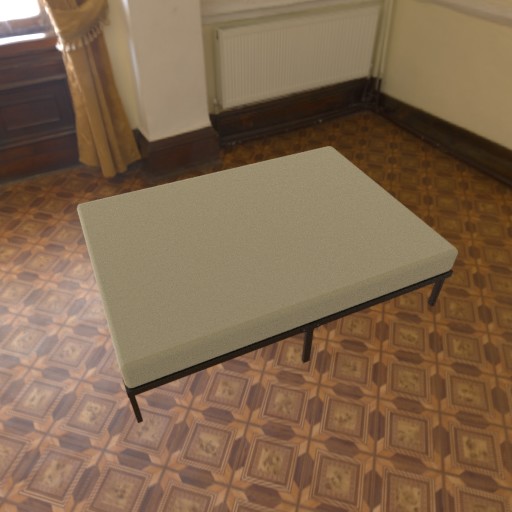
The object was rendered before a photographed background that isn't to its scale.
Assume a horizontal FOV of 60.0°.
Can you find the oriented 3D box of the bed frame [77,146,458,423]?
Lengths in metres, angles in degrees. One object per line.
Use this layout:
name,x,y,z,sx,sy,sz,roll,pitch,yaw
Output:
bed frame,0.000,0.000,3.870,2.842,0.680,2.205,-12,43,-13
